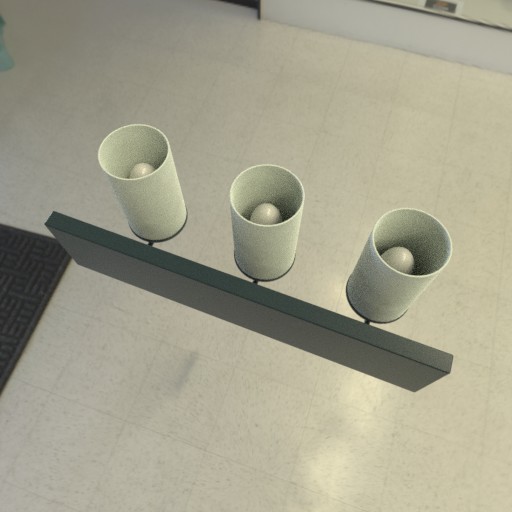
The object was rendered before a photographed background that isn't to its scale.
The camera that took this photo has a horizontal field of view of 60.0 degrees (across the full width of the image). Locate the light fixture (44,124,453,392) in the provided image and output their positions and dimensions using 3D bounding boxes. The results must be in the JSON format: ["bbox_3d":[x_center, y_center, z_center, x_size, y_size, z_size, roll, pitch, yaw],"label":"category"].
[{"bbox_3d":[0.000,0.000,0.530,0.451,0.172,0.145,19,65,9],"label":"light fixture"}]
